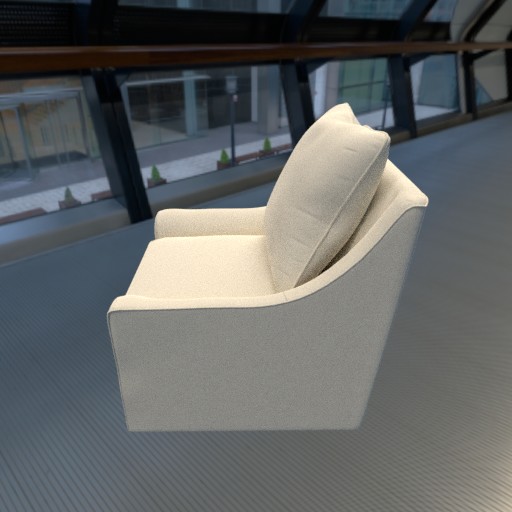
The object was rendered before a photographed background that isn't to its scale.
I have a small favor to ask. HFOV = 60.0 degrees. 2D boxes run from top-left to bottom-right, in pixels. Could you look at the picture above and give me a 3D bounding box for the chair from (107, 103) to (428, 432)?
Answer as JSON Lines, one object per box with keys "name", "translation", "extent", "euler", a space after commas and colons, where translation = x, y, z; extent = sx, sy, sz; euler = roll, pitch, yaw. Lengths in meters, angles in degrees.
{"name": "chair", "translation": [0.000, 0.000, 1.576], "extent": [0.876, 0.965, 0.756], "euler": [0, 28, -1]}
